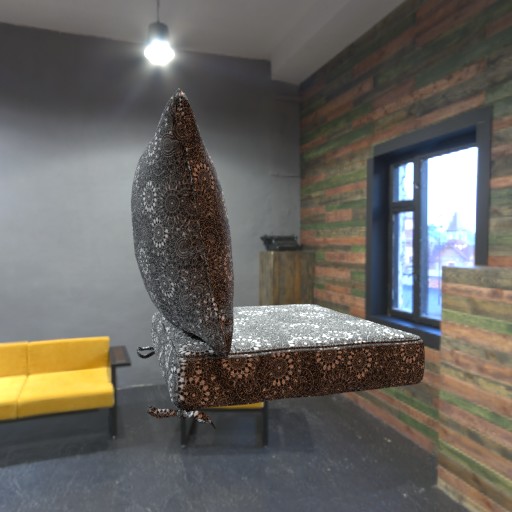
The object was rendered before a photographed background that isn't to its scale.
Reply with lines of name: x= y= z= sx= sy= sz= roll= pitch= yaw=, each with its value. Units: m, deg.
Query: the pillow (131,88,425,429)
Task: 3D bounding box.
pillow: x=0.000 y=0.000 z=1.363 sx=0.740 sy=0.722 sz=0.798 roll=0 pitch=1 yaw=-17
